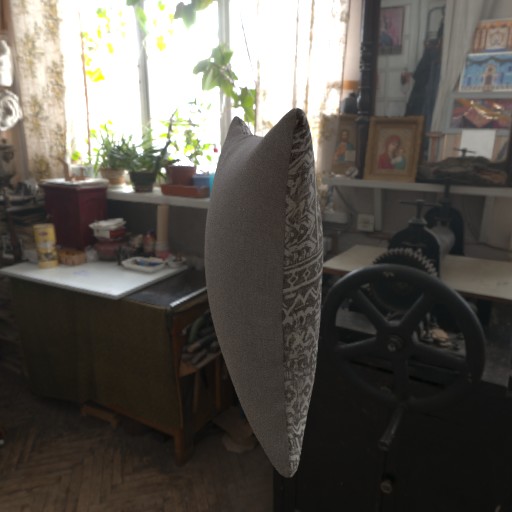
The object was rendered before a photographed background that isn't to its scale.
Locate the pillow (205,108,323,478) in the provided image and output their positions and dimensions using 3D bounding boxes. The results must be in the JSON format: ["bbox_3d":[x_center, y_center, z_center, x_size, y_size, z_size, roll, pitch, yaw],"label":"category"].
[{"bbox_3d":[0.000,0.000,0.790,0.180,0.487,0.546,-3,17,-9],"label":"pillow"}]
